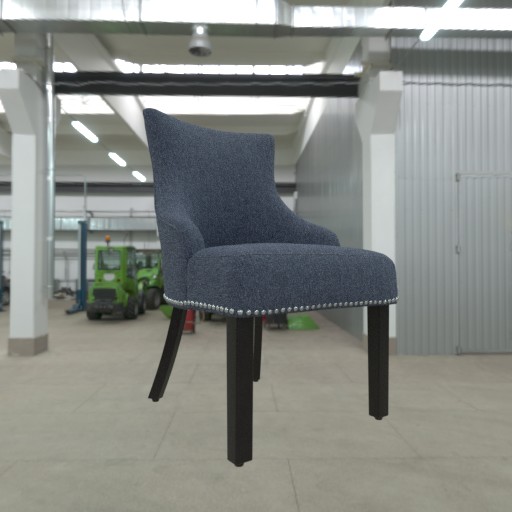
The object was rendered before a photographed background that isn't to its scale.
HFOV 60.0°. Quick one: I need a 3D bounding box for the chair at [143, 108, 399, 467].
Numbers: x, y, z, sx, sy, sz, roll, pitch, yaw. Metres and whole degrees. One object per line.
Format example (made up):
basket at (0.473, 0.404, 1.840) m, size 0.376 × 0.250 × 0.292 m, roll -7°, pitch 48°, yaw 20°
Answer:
chair at (0.000, 0.000, 1.306) m, size 0.566 × 0.909 × 0.629 m, roll 1°, pitch -1°, yaw -37°
